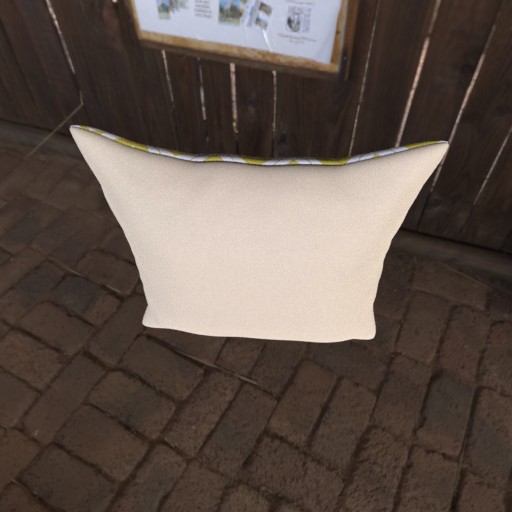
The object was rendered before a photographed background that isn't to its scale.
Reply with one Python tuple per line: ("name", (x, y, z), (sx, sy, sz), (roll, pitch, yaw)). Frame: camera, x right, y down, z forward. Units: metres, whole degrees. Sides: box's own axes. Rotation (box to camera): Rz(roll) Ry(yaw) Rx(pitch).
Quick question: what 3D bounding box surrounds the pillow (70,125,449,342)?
("pillow", (0.000, 0.000, 0.771), (0.504, 0.494, 0.188), (3, 49, 3))
